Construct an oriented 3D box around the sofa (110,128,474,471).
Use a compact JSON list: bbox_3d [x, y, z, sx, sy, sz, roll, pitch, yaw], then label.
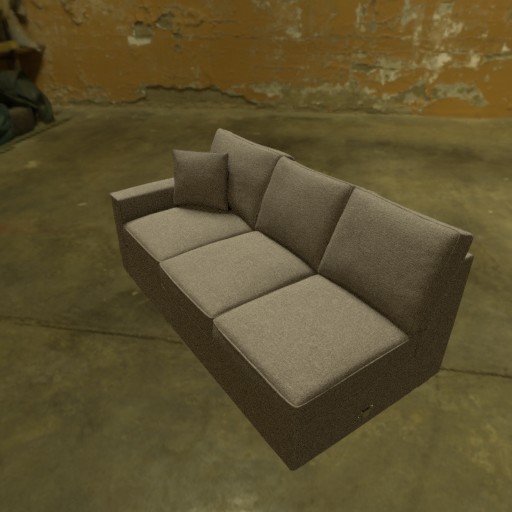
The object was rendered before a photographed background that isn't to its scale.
[{"bbox_3d":[0.000,0.000,2.534,1.034,0.946,1.963,-20,36,-29],"label":"sofa"}]
